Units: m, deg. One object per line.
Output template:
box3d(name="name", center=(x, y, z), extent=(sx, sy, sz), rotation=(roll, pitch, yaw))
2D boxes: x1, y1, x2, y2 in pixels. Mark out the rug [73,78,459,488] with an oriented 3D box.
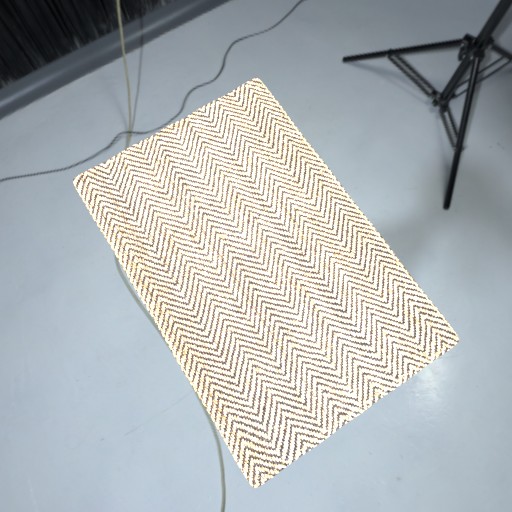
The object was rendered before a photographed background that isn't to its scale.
box3d(name="rug", center=(0.000, 0.000, 2.296), extent=(1.219, 0.008, 1.828), rotation=(-32, 76, -9))
